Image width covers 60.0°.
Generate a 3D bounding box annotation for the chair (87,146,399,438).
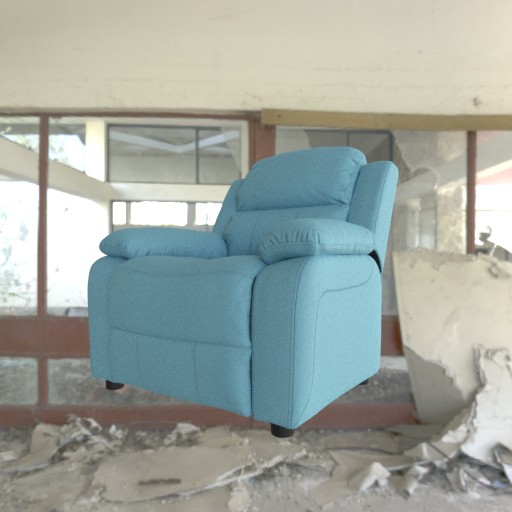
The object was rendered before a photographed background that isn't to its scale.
[{"bbox_3d":[0.000,0.000,1.250,0.680,0.702,0.709,0,0,35],"label":"chair"}]
